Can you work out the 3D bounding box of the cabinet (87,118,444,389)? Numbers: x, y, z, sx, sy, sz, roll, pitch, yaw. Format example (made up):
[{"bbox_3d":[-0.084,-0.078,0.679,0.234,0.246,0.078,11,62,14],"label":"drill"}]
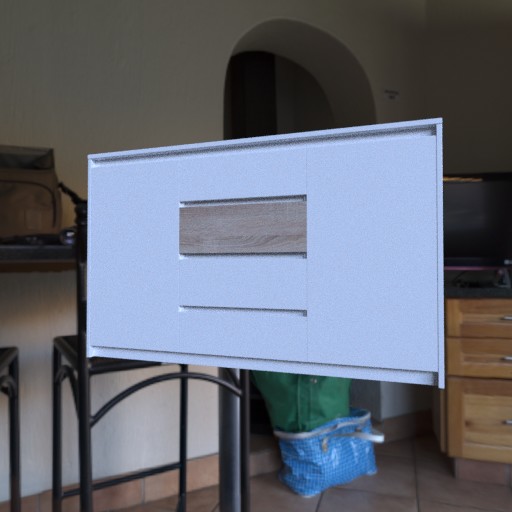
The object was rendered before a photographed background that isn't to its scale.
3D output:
[{"bbox_3d":[0.000,0.000,1.886,1.450,0.900,0.380,0,-1,20],"label":"cabinet"}]
